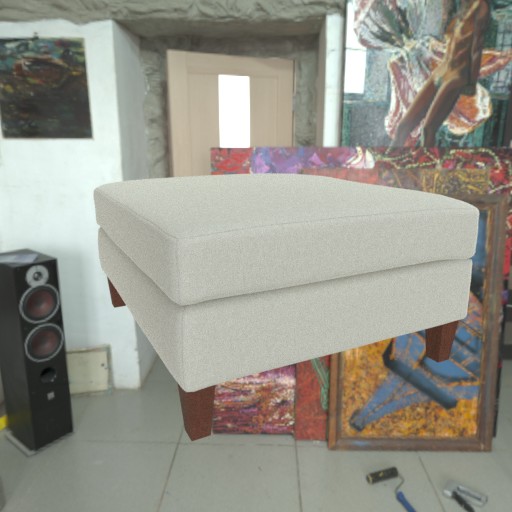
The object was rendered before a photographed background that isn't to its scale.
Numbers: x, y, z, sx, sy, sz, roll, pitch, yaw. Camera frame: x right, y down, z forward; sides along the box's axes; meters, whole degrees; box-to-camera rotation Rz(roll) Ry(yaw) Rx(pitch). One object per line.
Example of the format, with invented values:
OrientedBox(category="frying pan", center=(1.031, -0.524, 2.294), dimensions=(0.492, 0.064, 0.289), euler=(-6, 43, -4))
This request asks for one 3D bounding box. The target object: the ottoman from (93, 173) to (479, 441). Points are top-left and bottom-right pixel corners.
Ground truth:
OrientedBox(category="ottoman", center=(0.000, 0.000, 1.408), dimensions=(0.836, 0.492, 0.976), euler=(-8, 16, -27))
